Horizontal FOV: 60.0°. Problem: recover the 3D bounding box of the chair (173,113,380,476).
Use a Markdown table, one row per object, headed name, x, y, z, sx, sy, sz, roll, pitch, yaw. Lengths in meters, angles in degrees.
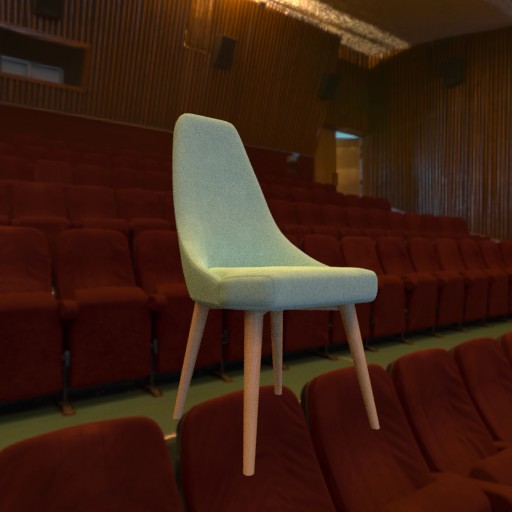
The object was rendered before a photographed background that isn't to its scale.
| name | x | y | z | sx | sy | sz | roll | pitch | yaw |
| --- | --- | --- | --- | --- | --- | --- | --- | --- | --- |
| chair | 0.000 | 0.000 | 1.416 | 0.510 | 1.040 | 0.660 | 0 | 0 | -37 |
